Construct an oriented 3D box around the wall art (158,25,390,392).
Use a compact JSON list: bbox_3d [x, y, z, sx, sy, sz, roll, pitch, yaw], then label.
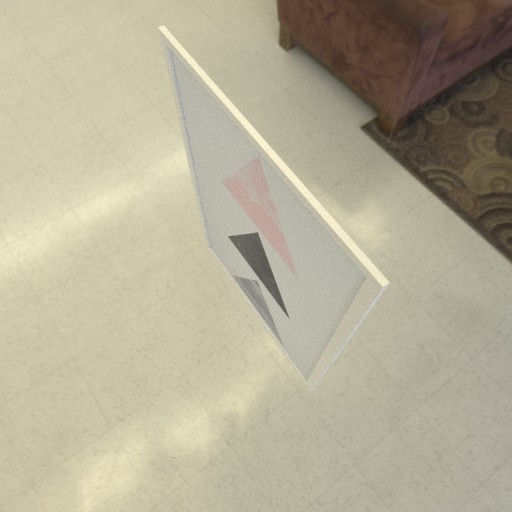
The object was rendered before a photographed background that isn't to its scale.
[{"bbox_3d":[0.000,0.000,1.171,0.013,0.940,0.659,-32,68,-14],"label":"wall art"}]
